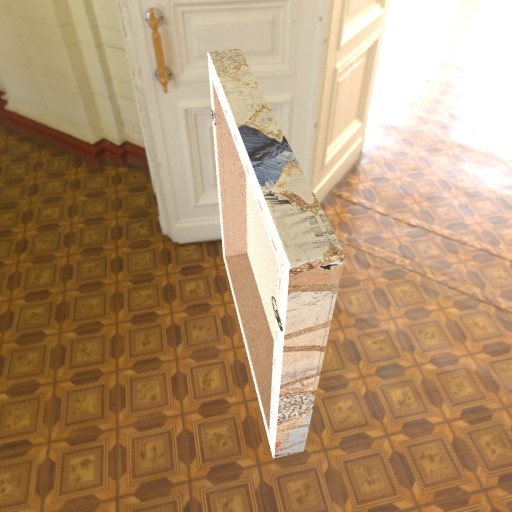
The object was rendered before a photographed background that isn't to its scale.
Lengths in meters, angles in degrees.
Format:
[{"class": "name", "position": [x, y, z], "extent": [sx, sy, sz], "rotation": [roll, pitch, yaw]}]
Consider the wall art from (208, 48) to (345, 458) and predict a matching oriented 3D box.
[{"class": "wall art", "position": [0.000, 0.000, 0.461], "extent": [0.036, 0.304, 0.303], "rotation": [-9, 47, -9]}]
